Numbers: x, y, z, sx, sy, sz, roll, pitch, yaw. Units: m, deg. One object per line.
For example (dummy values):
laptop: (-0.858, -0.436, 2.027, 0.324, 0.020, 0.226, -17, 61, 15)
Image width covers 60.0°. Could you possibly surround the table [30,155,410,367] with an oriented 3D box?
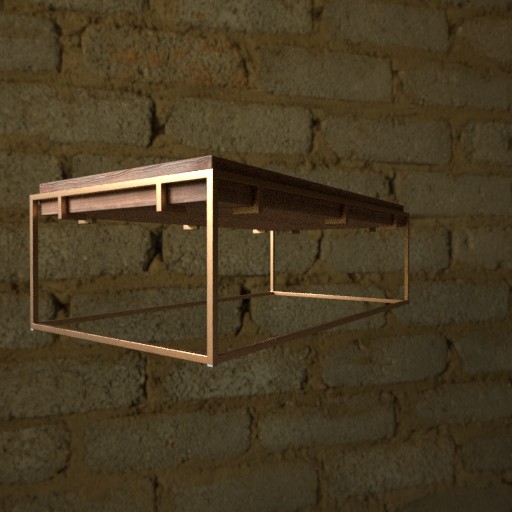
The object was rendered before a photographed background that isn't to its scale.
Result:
table: (0.000, 0.000, 1.747, 0.775, 0.468, 1.387, 0, 1, 36)
